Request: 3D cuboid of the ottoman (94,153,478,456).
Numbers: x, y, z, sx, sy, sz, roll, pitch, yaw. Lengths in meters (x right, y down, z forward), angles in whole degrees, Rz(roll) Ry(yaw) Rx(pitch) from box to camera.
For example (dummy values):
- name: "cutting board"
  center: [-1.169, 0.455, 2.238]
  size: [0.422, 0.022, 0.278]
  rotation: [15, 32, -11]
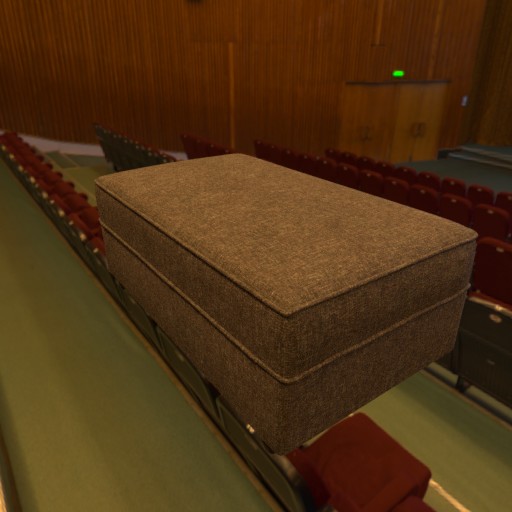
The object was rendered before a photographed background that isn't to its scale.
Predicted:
- name: "ottoman"
  center: [0.000, 0.000, 1.525]
  size: [0.717, 0.487, 1.184]
  rotation: [-17, 31, -32]
